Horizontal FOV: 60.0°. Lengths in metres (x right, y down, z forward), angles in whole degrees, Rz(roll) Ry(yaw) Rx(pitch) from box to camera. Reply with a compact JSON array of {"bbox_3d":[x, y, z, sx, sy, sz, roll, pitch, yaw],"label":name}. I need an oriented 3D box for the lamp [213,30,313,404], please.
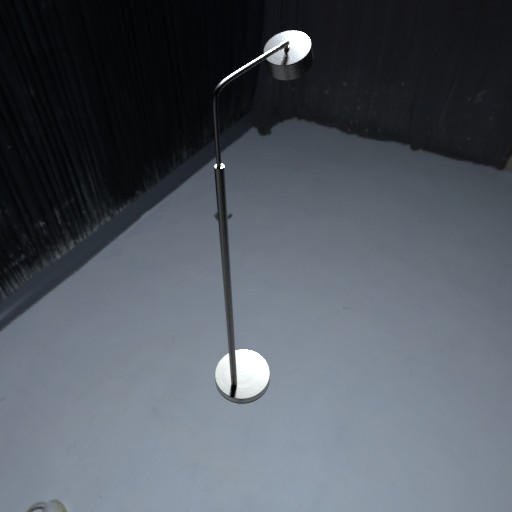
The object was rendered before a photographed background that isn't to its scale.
[{"bbox_3d":[0.000,0.000,1.424,0.222,1.250,0.421,25,50,23],"label":"lamp"}]
